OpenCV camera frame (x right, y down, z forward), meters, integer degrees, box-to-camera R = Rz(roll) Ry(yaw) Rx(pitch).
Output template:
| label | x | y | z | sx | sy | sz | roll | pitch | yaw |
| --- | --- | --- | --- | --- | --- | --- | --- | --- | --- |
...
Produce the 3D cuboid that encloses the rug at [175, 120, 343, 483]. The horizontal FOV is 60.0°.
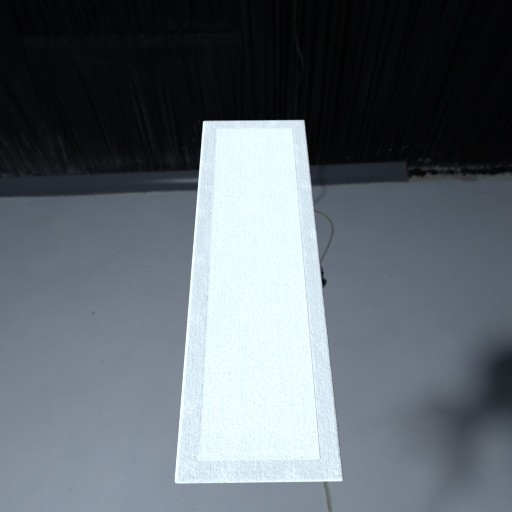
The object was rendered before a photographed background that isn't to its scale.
| label | x | y | z | sx | sy | sz | roll | pitch | yaw |
| --- | --- | --- | --- | --- | --- | --- | --- | --- | --- |
| rug | 0.000 | 0.000 | 2.657 | 0.759 | 0.012 | 2.430 | -1 | 57 | 0 |
